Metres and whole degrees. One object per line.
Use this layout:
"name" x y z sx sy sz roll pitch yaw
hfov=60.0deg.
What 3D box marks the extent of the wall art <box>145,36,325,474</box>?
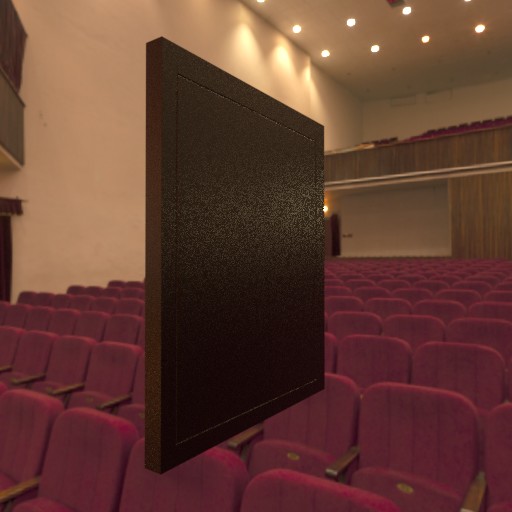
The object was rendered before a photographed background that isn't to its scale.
"wall art" 0.000 0.000 0.761 0.031 0.558 0.461 0 -1 35
